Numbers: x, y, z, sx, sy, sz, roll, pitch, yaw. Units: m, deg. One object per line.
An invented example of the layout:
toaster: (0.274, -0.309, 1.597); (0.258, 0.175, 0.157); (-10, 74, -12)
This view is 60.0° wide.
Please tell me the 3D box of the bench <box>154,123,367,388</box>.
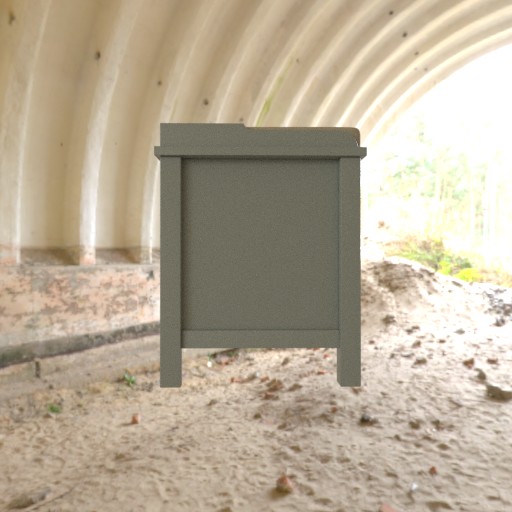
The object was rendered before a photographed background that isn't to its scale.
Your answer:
bench: (0.000, 0.000, 1.397); (0.398, 0.501, 1.140); (0, 0, -1)
